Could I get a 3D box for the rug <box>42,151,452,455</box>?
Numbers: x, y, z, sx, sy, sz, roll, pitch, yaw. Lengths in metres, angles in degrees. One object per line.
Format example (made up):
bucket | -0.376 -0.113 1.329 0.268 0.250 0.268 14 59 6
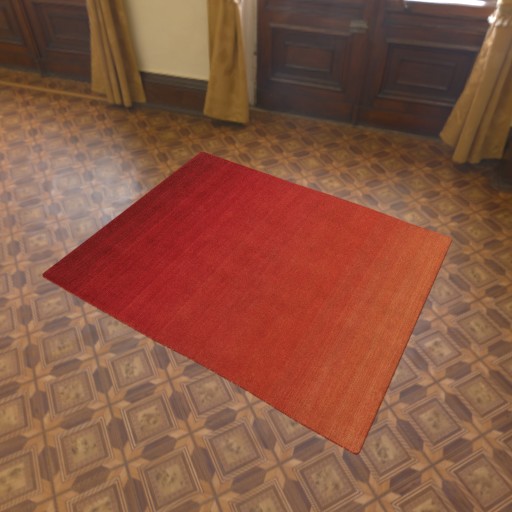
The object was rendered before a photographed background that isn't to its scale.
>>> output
rug | 0.000 0.000 3.978 2.905 0.028 2.340 23 49 22
